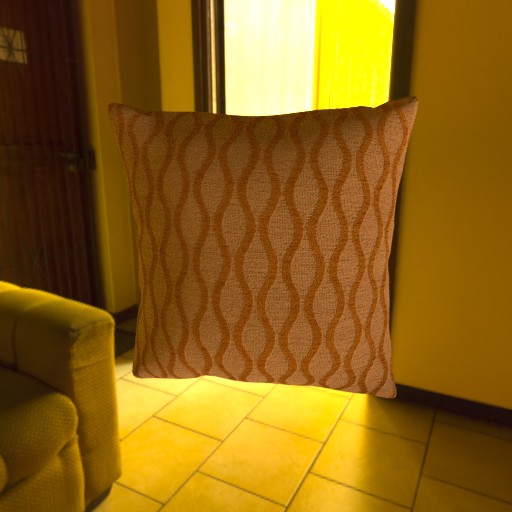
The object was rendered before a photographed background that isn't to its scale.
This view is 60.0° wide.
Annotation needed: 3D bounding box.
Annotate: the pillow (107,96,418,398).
[{"bbox_3d":[0.000,0.000,0.647,0.429,0.436,0.159,2,15,8],"label":"pillow"}]
